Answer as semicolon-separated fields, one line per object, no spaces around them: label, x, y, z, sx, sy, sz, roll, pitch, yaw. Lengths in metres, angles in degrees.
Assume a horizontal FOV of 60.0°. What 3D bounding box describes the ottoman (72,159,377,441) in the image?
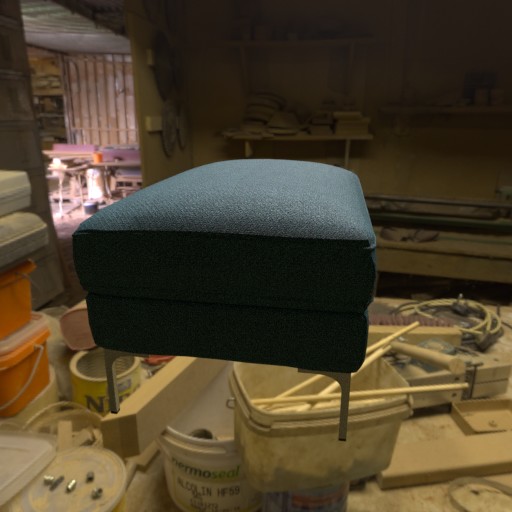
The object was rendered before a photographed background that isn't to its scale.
ottoman;0.000;0.000;1.205;0.563;0.498;0.856;3;18;10
